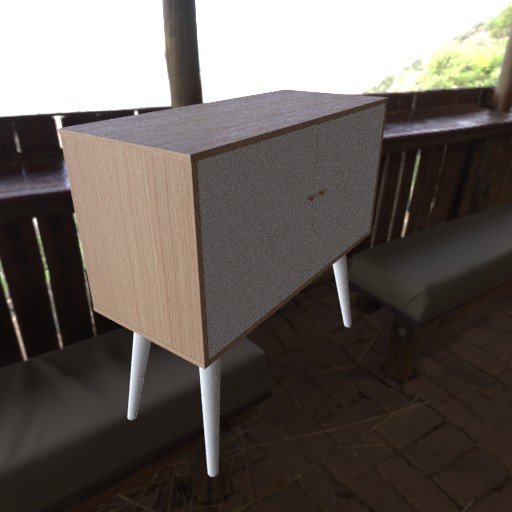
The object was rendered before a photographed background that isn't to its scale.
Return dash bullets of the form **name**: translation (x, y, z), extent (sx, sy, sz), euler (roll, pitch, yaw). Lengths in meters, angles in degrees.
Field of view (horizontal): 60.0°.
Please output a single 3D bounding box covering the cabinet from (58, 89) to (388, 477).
- **cabinet**: translation (0.000, 0.000, 1.608), extent (0.470, 1.016, 1.057), euler (18, 32, 32)
